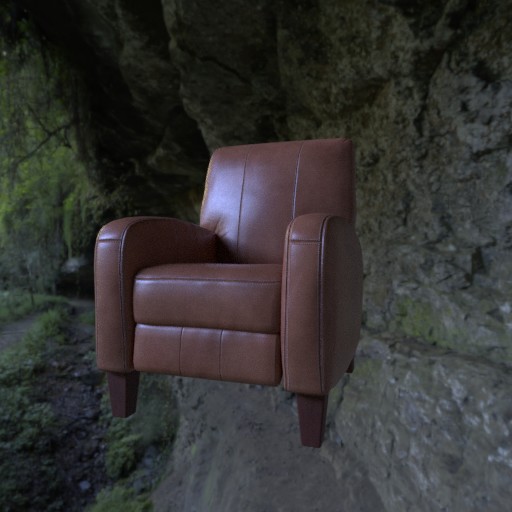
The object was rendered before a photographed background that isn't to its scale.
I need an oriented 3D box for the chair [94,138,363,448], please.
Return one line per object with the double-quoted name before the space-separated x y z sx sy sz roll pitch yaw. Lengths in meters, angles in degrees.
"chair" 0.000 0.000 1.671 0.762 0.990 0.990 1 2 19
